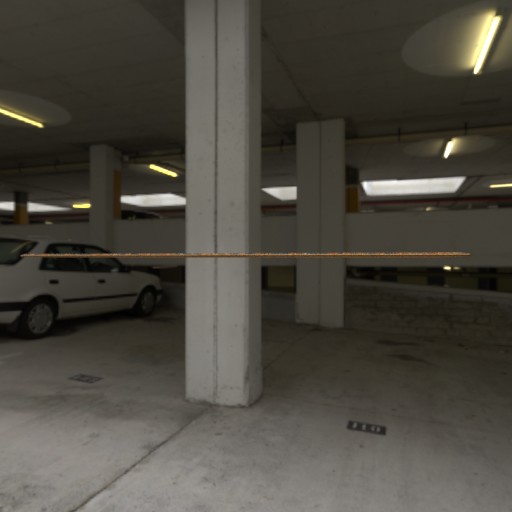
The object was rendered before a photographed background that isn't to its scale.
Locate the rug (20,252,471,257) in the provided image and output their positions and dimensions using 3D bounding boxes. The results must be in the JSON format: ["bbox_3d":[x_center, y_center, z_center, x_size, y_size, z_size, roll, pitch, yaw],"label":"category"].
[{"bbox_3d":[0.000,0.000,2.172,1.758,0.013,1.148,0,0,18],"label":"rug"}]
